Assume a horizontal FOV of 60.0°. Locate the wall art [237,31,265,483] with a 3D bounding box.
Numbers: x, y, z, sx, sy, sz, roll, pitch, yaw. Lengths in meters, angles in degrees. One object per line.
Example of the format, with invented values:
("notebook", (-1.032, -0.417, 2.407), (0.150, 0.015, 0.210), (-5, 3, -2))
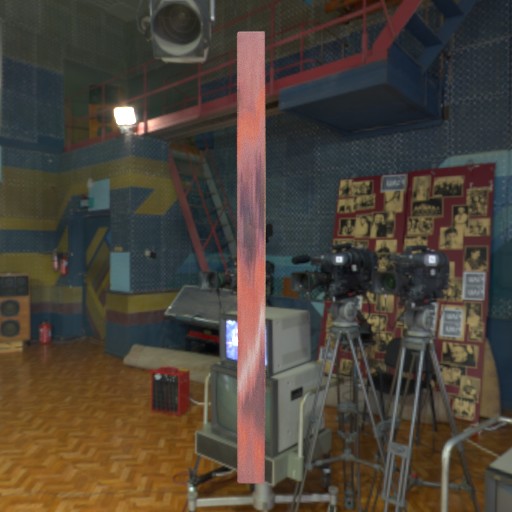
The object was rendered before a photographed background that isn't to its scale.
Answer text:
("wall art", (0.000, 0.000, 0.897), (0.037, 0.609, 0.603), (0, 1, 1))
